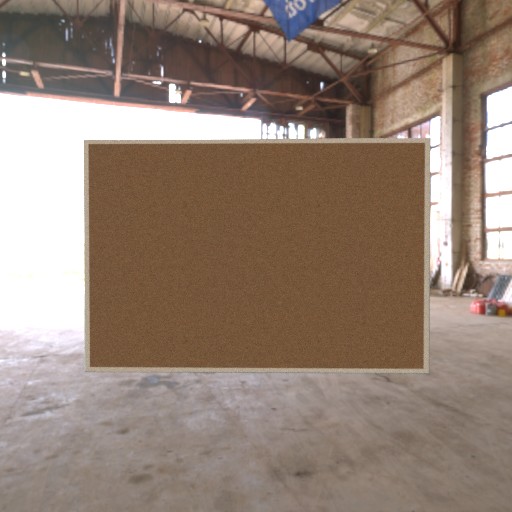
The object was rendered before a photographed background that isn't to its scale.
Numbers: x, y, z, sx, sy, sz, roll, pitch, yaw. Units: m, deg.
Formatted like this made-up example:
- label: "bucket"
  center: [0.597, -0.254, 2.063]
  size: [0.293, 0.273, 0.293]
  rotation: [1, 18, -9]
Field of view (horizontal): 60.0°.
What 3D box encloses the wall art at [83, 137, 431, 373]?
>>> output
- label: "wall art"
  center: [0.000, 0.000, 1.472]
  size: [1.136, 0.769, 0.040]
  rotation: [0, 1, 1]
